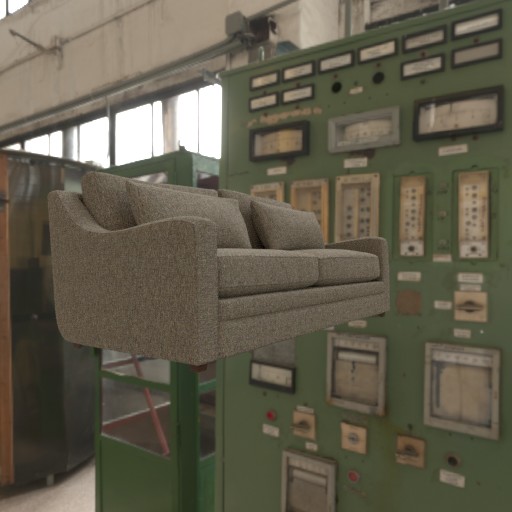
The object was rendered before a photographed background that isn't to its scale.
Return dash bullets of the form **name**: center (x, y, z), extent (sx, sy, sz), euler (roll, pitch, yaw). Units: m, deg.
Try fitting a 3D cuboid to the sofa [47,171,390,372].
- **sofa**: center (0.000, 0.000, 3.061), extent (1.103, 0.998, 2.418), euler (0, 0, 35)
